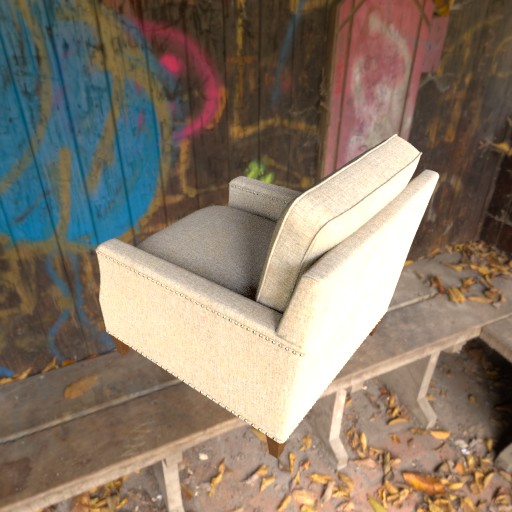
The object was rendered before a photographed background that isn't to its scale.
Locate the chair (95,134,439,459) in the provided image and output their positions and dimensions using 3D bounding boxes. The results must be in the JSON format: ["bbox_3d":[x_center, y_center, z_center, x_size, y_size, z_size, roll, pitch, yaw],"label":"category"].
[{"bbox_3d":[0.000,0.000,1.730,1.014,0.943,0.853,22,38,30],"label":"chair"}]
